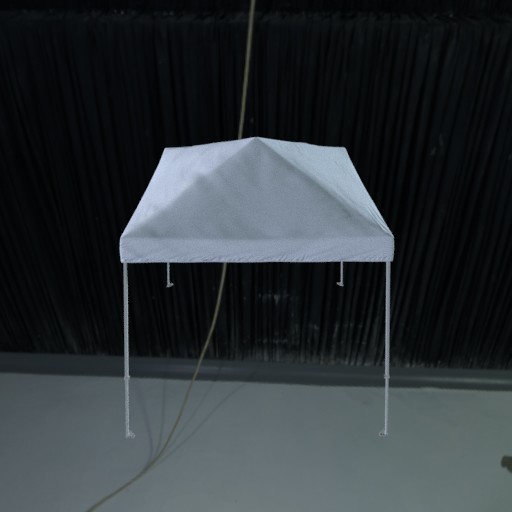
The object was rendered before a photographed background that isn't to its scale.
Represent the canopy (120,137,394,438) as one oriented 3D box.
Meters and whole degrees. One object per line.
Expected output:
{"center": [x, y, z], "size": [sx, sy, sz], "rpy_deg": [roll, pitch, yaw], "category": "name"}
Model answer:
{"center": [0.000, 0.000, 6.643], "size": [3.599, 3.600, 3.600], "rpy_deg": [0, 32, 0], "category": "canopy"}
